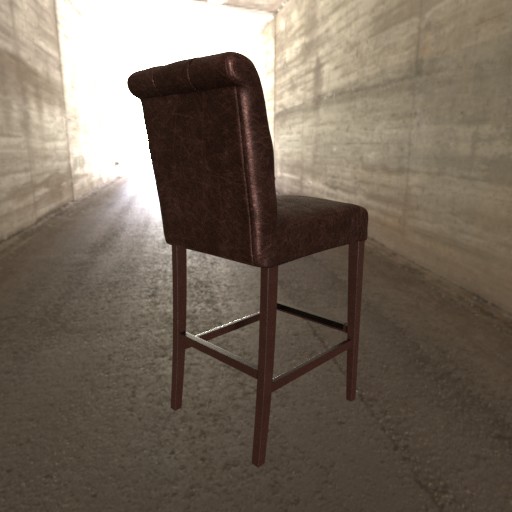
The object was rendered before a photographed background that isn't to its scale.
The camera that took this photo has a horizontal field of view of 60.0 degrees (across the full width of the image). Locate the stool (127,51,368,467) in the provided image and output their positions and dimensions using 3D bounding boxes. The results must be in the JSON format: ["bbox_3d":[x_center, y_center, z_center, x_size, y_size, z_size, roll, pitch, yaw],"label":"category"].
[{"bbox_3d":[0.000,0.000,1.516,0.483,1.168,0.659,13,19,43],"label":"stool"}]
